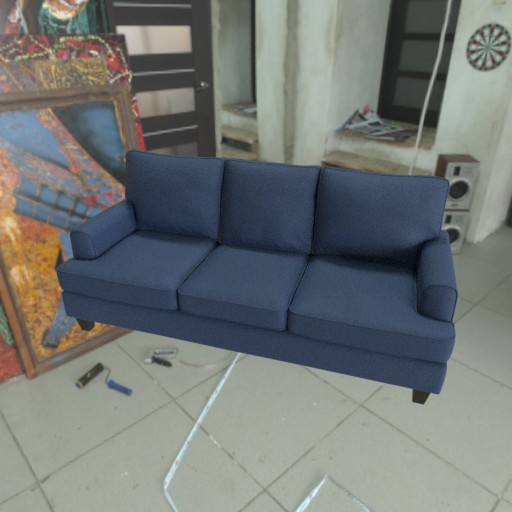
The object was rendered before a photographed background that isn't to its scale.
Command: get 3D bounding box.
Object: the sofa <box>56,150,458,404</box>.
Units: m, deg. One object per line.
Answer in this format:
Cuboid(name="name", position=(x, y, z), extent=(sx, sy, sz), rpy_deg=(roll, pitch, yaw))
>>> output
Cuboid(name="sofa", position=(0.000, 0.000, 2.618), extent=(2.158, 0.965, 0.951), rpy_deg=(8, 29, 16))
